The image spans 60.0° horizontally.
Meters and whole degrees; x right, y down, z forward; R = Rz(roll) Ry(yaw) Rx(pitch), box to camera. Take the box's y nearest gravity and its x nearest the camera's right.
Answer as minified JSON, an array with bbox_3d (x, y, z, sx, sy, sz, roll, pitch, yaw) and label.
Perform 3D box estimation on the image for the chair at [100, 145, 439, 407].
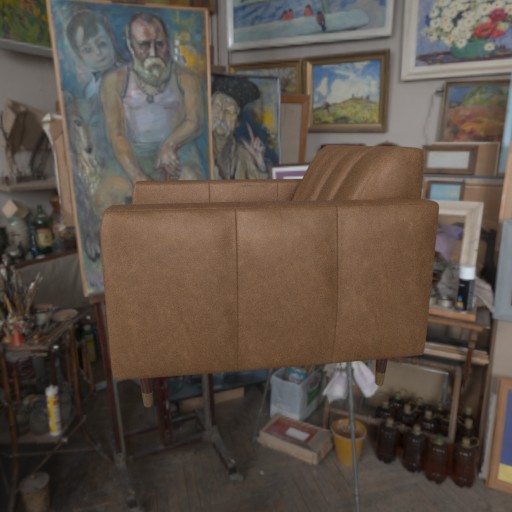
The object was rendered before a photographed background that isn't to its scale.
[{"bbox_3d":[0.000,0.000,1.698,0.998,0.819,0.953,-2,15,-9],"label":"chair"}]
